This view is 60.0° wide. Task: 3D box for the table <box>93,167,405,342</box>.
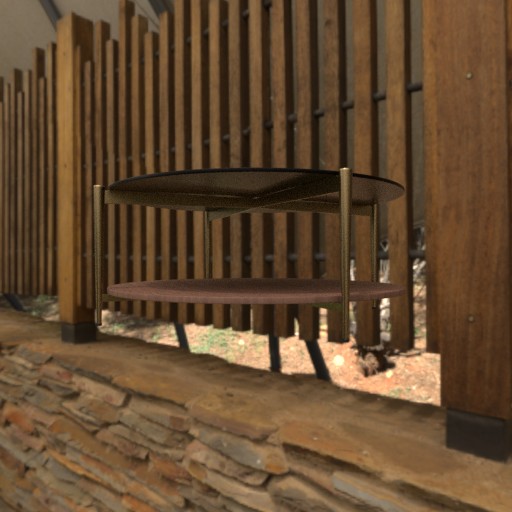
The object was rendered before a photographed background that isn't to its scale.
[{"bbox_3d":[0.000,0.000,1.475,0.938,0.400,0.938,0,0,35],"label":"table"}]
